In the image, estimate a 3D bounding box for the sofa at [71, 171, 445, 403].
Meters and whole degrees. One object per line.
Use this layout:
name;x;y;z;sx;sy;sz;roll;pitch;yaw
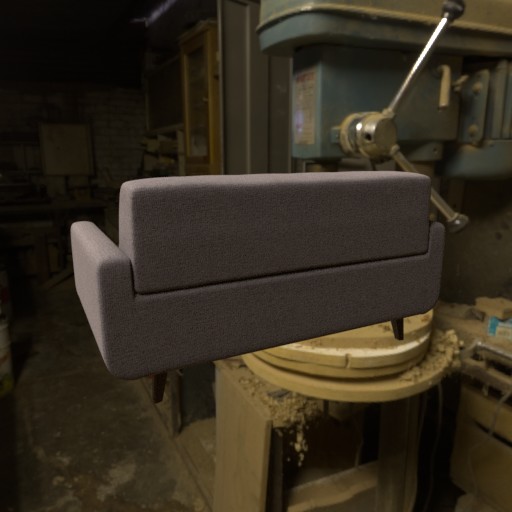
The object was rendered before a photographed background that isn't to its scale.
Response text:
sofa;0.000;0.000;2.214;1.631;0.841;0.909;-7;15;-26
